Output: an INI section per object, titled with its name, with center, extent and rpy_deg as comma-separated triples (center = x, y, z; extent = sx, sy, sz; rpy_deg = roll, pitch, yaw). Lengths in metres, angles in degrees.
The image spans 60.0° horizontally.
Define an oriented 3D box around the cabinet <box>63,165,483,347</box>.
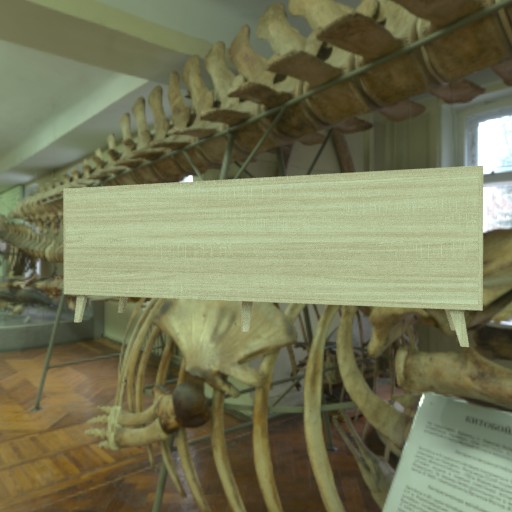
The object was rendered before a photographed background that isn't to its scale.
[cabinet]
center = 0.000, 0.000, 2.468
extent = 2.200, 0.780, 0.500
rpy_deg = 0, 1, 19
